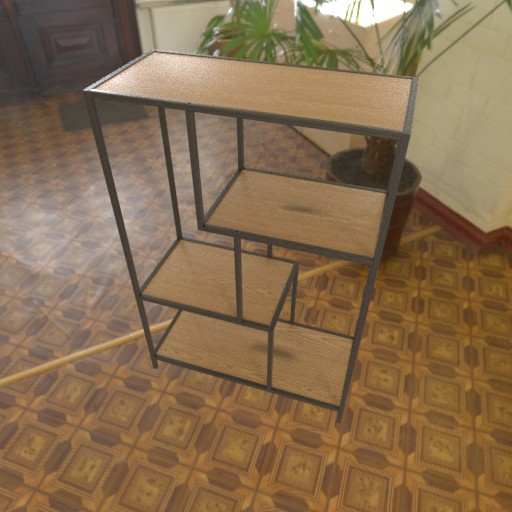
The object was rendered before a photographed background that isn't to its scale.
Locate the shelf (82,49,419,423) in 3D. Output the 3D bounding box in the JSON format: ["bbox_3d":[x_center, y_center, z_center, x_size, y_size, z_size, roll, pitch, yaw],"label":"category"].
[{"bbox_3d":[0.000,0.000,1.479,0.770,1.138,0.350,12,42,14],"label":"shelf"}]
